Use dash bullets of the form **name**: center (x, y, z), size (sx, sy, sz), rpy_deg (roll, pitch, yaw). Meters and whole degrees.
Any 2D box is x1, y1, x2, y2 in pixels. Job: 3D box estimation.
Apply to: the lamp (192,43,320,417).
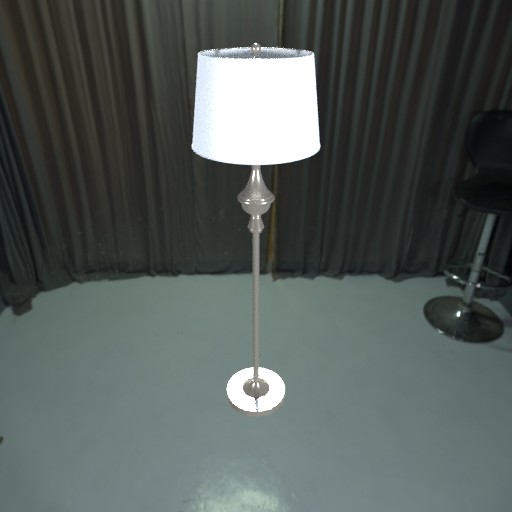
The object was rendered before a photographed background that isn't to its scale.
- **lamp**: center (0.000, 0.000, 1.714), size (0.431, 1.488, 0.431), rpy_deg (0, 30, 0)
